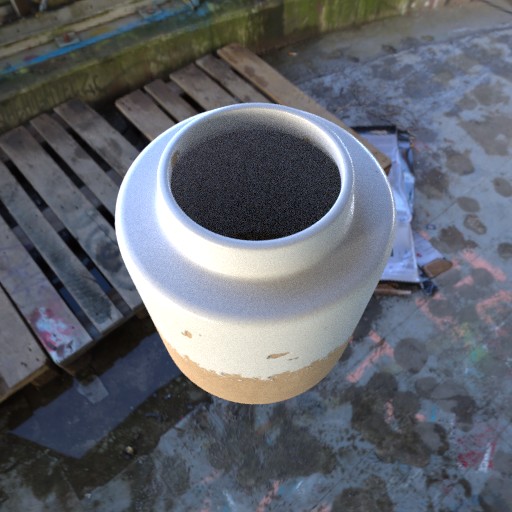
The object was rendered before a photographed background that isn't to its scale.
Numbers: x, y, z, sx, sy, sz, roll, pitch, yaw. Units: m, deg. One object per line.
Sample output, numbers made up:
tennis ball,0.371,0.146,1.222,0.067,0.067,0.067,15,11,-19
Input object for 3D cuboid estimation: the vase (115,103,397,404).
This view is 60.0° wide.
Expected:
vase,0.000,0.000,0.290,0.153,0.167,0.153,0,58,0
